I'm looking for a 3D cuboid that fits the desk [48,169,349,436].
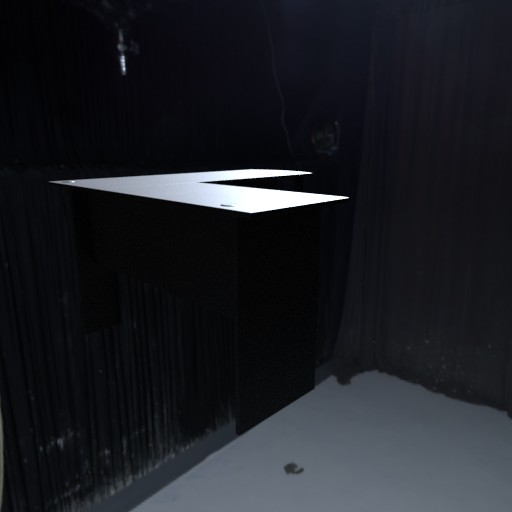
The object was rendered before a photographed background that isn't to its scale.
[{"bbox_3d":[0.000,0.000,2.125,1.303,0.716,1.361,14,20,43],"label":"desk"}]
